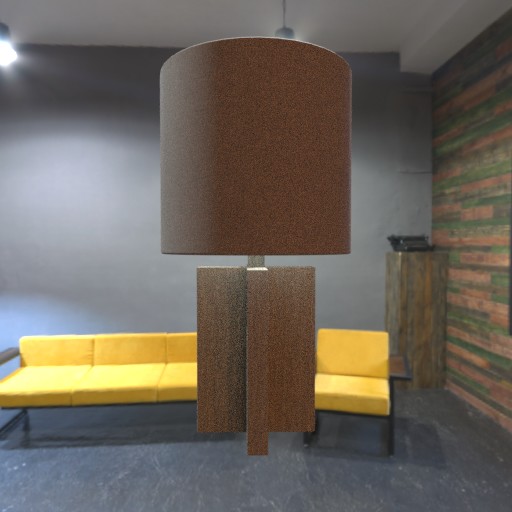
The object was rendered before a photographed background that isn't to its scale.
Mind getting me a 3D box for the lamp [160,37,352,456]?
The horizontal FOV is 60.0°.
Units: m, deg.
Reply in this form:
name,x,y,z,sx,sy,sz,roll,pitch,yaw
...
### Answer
name,x,y,z,sx,sy,sz,roll,pitch,yaw
lamp,0.000,0.000,0.545,0.229,0.428,0.229,0,1,-1
